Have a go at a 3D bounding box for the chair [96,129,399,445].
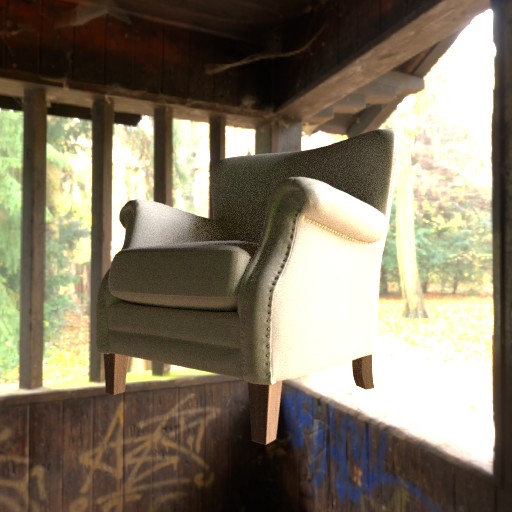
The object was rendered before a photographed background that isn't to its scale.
[{"bbox_3d":[0.000,0.000,1.598,0.861,0.936,0.921,-1,-1,37],"label":"chair"}]
